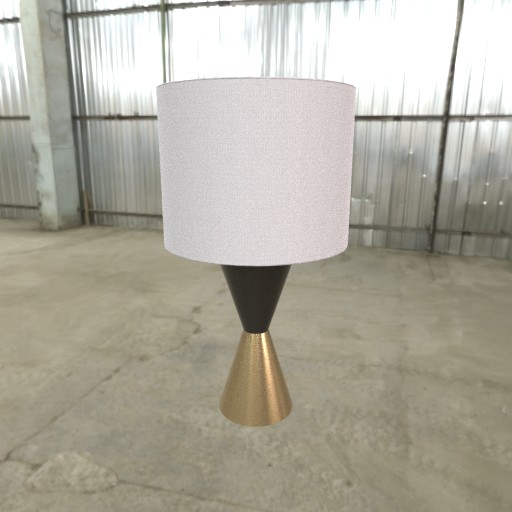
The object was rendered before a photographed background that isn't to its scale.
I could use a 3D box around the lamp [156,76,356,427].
[{"bbox_3d":[0.000,0.000,0.757,0.304,0.573,0.304,-14,20,-42],"label":"lamp"}]
